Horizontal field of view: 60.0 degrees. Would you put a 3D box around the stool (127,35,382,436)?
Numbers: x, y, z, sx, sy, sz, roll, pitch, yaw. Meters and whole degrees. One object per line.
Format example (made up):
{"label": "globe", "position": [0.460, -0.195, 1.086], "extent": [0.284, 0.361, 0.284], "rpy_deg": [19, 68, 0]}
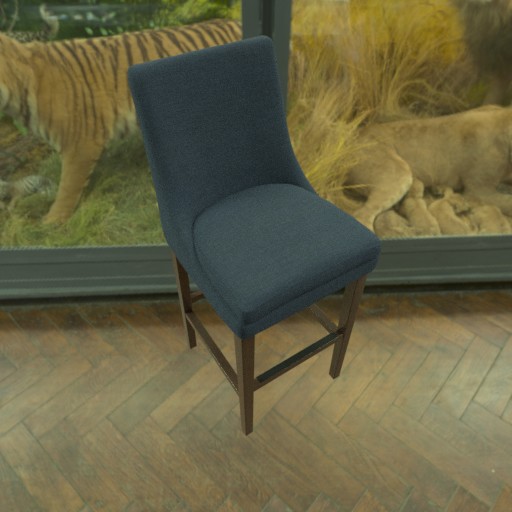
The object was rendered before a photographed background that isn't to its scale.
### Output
{"label": "stool", "position": [0.000, 0.000, 1.366], "extent": [0.470, 1.078, 0.577], "rpy_deg": [-25, 50, -23]}
